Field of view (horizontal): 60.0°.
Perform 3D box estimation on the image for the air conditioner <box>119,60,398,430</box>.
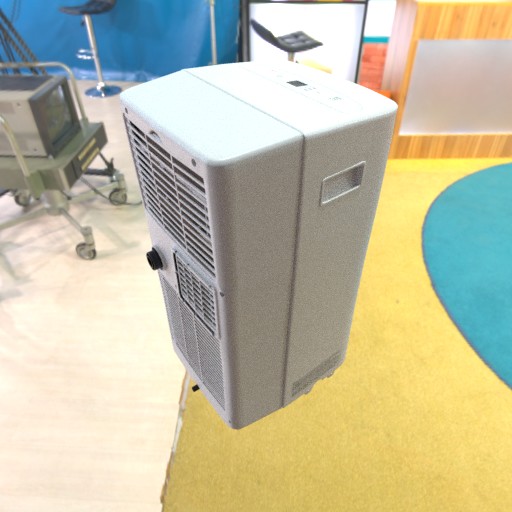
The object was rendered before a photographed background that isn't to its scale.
[{"bbox_3d":[0.000,0.000,0.819,0.349,0.606,0.304,-24,45,-27],"label":"air conditioner"}]
